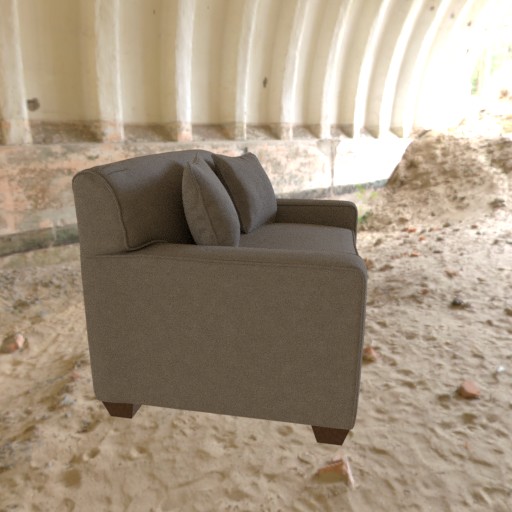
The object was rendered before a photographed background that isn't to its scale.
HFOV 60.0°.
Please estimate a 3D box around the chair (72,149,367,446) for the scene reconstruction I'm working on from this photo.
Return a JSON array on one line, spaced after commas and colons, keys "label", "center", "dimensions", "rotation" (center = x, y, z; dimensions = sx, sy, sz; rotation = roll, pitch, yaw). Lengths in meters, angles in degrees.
[{"label": "chair", "center": [0.000, 0.000, 2.078], "dimensions": [0.992, 0.953, 1.395], "rotation": [3, 16, 11]}]
